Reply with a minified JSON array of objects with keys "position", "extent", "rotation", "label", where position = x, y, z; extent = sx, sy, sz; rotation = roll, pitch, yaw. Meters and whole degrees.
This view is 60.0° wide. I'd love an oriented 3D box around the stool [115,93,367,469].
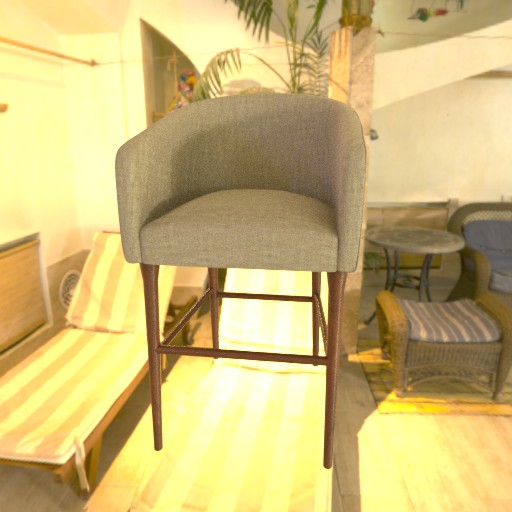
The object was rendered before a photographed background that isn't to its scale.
[{"position":[0.000,0.000,1.308],"extent":[0.559,0.952,0.635],"rotation":[2,16,8],"label":"stool"}]
